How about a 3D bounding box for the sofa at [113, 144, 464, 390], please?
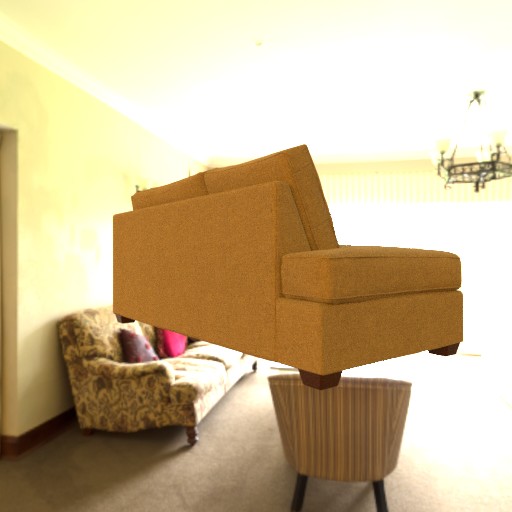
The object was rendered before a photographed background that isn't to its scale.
[{"bbox_3d":[0.000,0.000,2.836,1.110,1.019,2.238,0,0,-37],"label":"sofa"}]
